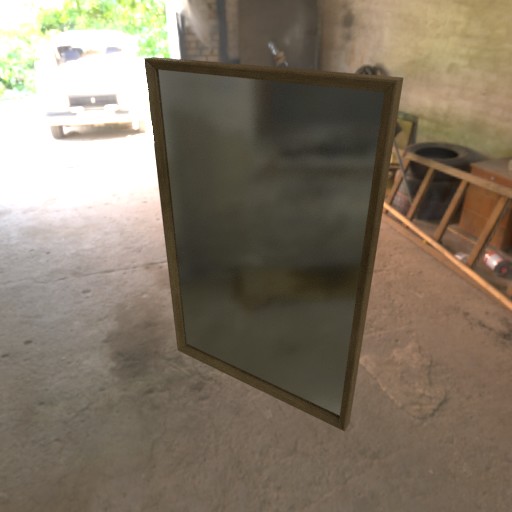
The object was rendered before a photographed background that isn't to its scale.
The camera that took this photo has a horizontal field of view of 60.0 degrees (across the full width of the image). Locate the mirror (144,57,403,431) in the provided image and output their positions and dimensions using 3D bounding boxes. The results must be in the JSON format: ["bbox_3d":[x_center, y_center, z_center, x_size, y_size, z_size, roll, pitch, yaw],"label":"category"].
[{"bbox_3d":[0.000,0.000,1.155,0.609,0.915,0.041,18,34,28],"label":"mirror"}]
